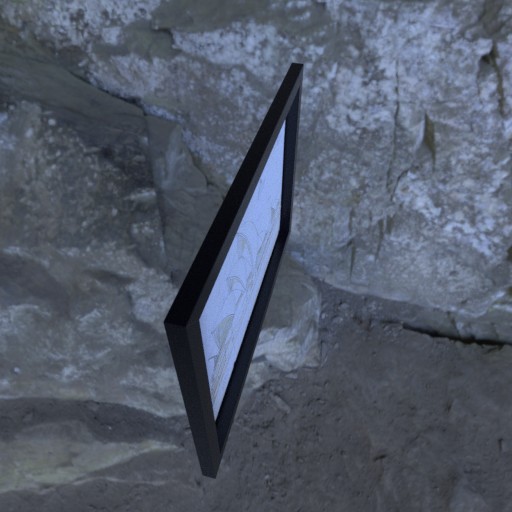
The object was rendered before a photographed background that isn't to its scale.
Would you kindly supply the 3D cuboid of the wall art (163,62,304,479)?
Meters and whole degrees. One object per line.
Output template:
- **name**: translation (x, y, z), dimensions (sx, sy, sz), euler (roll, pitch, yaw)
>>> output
- **wall art**: translation (0.000, 0.000, 0.834), dimensions (0.027, 0.458, 0.657), euler (11, 47, 10)
